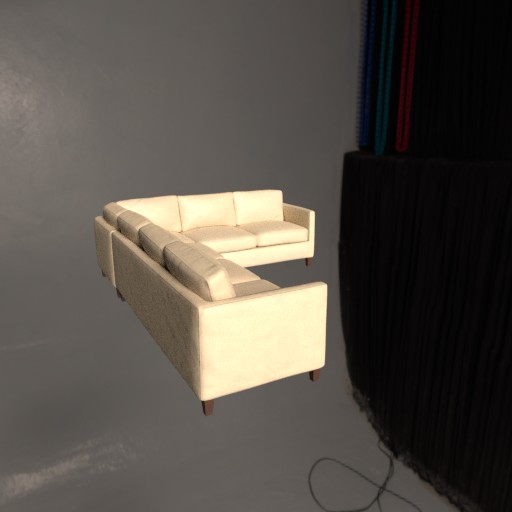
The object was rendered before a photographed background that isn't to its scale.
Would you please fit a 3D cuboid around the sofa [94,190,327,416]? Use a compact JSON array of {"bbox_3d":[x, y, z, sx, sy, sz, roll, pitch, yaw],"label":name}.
[{"bbox_3d":[0.000,0.000,4.489,2.593,0.947,3.302,-8,17,-28],"label":"sofa"}]
